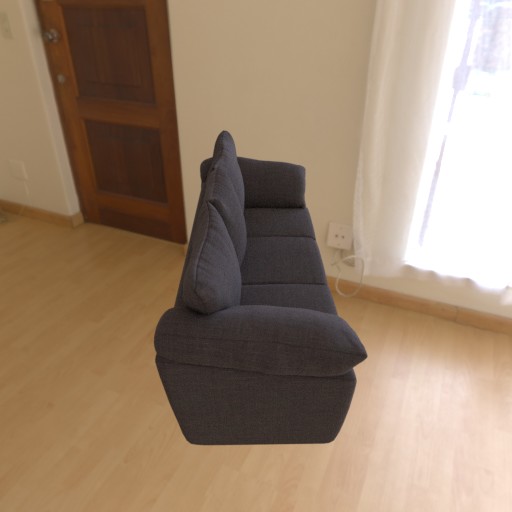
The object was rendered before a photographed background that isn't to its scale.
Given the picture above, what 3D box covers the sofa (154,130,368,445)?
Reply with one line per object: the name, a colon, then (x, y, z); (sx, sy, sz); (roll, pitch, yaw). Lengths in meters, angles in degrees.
sofa: (0.000, 0.000, 2.871); (0.883, 1.080, 2.336); (0, 31, -1)
